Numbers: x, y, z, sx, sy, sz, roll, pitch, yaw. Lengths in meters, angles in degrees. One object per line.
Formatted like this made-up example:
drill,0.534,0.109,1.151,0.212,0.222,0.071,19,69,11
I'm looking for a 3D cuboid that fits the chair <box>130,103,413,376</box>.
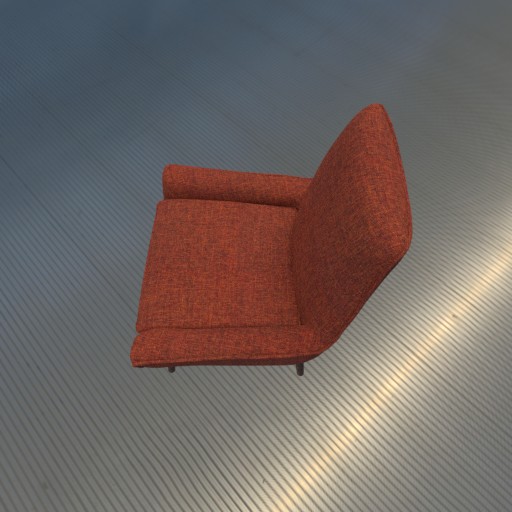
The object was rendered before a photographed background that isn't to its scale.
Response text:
chair,0.000,0.000,1.529,0.784,0.911,0.803,1,58,1
